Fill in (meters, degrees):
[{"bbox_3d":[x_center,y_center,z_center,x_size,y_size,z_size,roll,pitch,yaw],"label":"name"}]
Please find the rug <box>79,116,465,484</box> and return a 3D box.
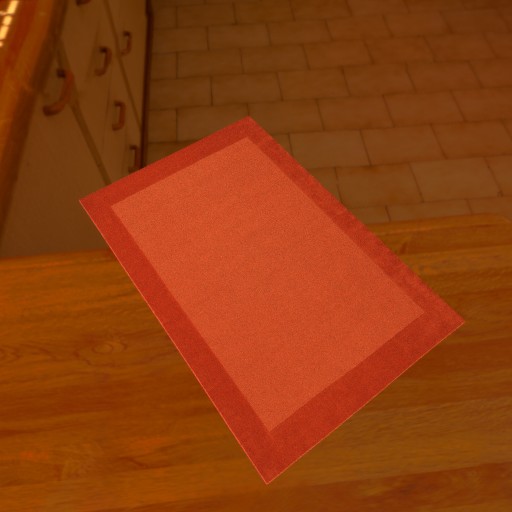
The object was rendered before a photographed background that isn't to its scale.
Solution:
[{"bbox_3d":[0.000,0.000,2.382,1.219,0.014,1.829,-32,63,-18],"label":"rug"}]
